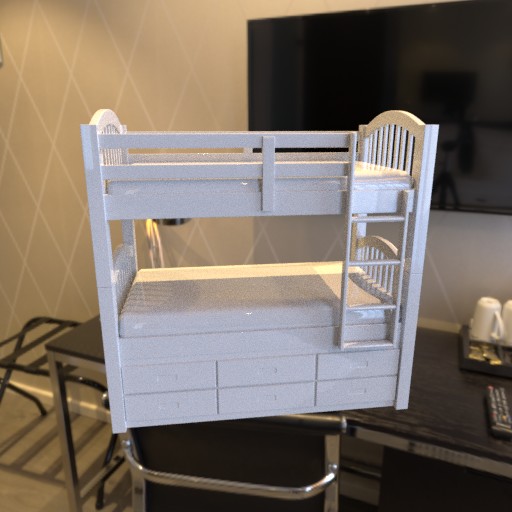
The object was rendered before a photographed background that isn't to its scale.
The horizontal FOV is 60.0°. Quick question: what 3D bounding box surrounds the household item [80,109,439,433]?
[{"bbox_3d":[0.000,0.000,3.244,2.032,2.032,1.143,-2,16,-7],"label":"household item"}]
